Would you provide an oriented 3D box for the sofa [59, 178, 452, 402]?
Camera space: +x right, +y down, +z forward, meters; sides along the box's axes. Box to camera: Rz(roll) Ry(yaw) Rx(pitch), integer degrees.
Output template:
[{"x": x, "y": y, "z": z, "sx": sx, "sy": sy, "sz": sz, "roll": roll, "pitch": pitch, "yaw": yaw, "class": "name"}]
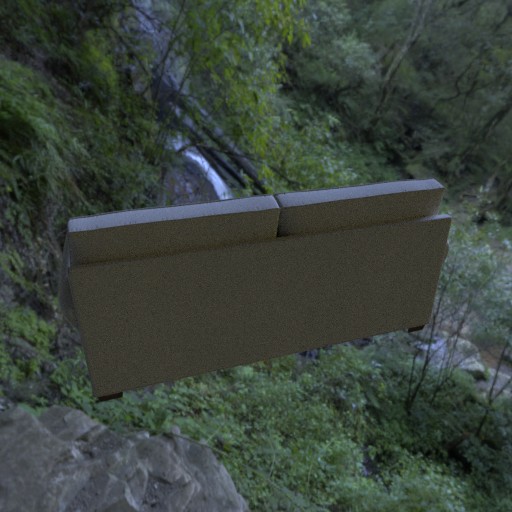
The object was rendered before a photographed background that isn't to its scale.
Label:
[{"x": 0.000, "y": 0.000, "z": 2.665, "sx": 2.146, "sy": 0.962, "sz": 0.901, "roll": -9, "pitch": 28, "yaw": -16, "class": "sofa"}]
